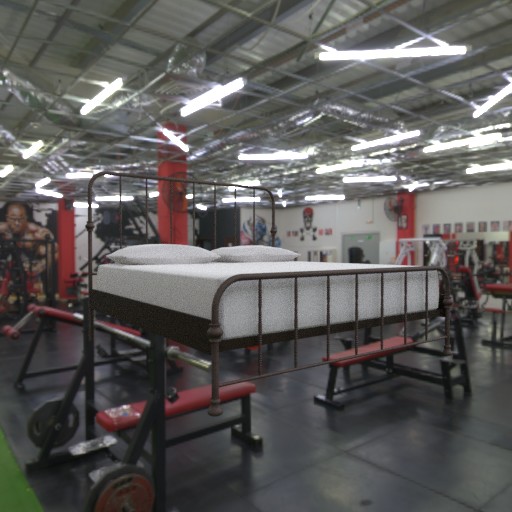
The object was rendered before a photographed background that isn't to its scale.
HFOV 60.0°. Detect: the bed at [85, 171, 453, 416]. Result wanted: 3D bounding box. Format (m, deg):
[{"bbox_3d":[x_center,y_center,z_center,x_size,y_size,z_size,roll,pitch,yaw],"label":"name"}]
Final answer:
[{"bbox_3d":[0.000,0.000,3.488,2.044,1.446,2.134,-1,1,-36],"label":"bed"}]
